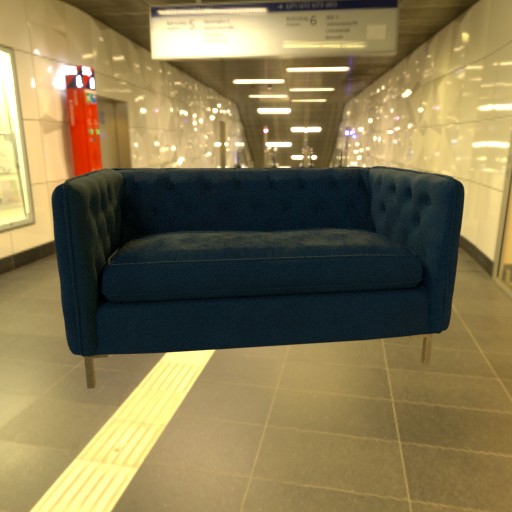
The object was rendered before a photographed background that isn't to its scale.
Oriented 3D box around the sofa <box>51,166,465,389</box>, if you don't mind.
[{"bbox_3d":[0.000,0.000,2.119,1.583,0.810,0.909,-2,15,-8],"label":"sofa"}]
